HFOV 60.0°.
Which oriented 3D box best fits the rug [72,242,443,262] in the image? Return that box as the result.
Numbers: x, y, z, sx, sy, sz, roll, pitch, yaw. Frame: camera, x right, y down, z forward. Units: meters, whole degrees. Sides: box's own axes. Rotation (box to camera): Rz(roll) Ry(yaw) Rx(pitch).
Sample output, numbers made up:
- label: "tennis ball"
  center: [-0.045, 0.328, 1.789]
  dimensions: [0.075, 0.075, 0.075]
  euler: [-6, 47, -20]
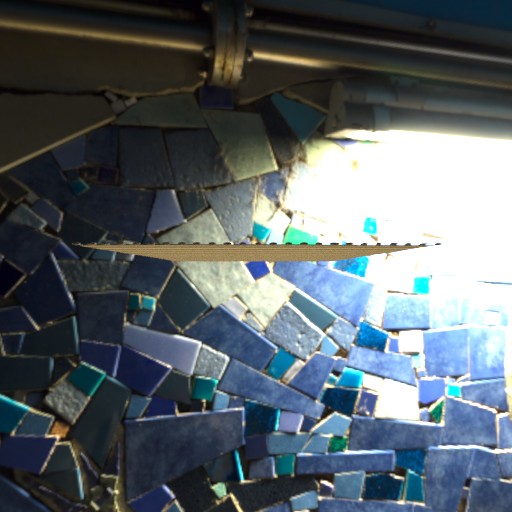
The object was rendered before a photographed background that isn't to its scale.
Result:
- label: "rug"
  center: [0.000, 0.000, 2.490]
  dimensions: [1.229, 0.011, 2.096]
  euler: [0, -2, 0]
